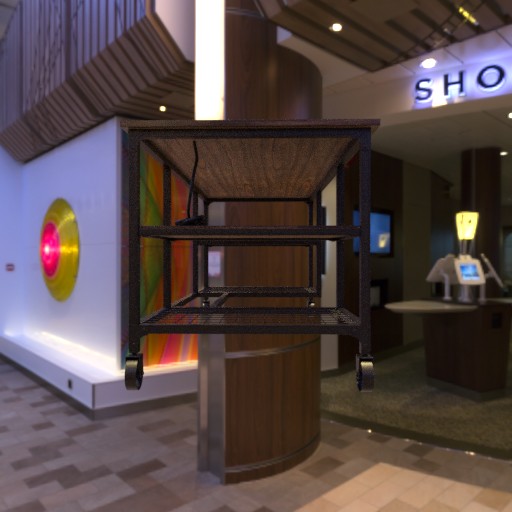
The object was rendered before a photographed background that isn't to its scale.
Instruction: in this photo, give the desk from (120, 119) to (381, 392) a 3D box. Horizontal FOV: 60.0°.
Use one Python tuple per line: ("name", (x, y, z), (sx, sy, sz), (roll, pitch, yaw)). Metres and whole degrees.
("desk", (0.000, 0.000, 1.990), (0.711, 0.751, 1.590), (0, 0, 1))
